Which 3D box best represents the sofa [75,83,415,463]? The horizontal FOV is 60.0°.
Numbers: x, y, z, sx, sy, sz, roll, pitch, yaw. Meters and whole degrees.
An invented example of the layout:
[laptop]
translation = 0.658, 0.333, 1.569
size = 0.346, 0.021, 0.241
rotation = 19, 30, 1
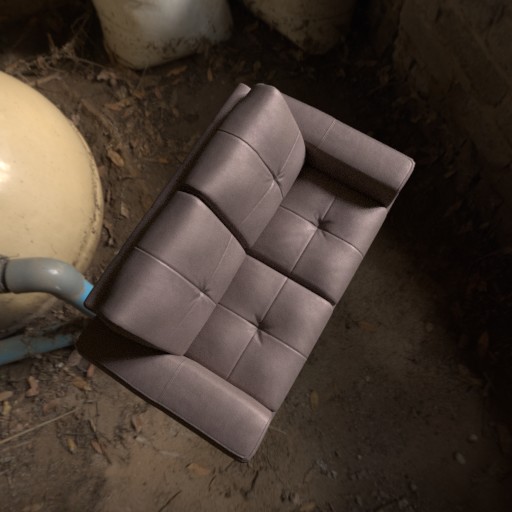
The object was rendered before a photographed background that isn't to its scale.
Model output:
[sofa]
translation = 0.000, 0.000, 2.350
size = 1.018, 0.907, 1.806
rotation = 30, 77, 8
